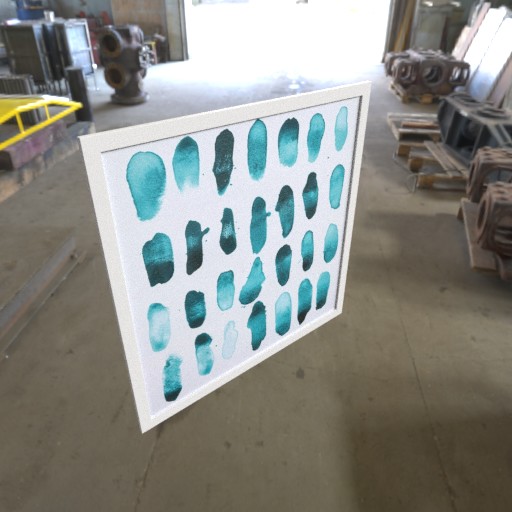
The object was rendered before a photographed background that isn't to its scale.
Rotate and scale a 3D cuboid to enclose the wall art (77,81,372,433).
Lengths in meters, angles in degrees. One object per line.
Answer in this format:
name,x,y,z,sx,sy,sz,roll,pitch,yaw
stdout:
wall art,0.000,0.000,0.835,0.558,0.559,0.009,-23,39,-33
